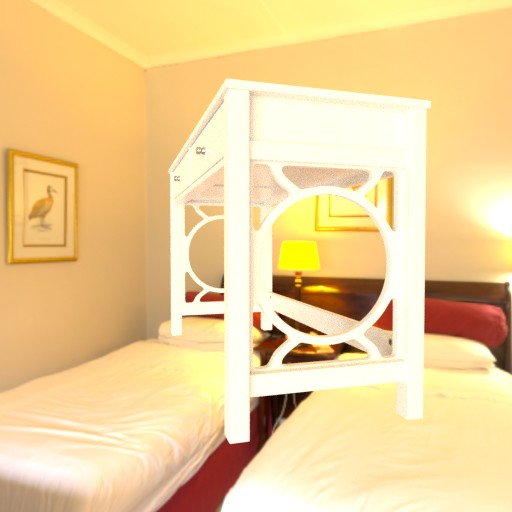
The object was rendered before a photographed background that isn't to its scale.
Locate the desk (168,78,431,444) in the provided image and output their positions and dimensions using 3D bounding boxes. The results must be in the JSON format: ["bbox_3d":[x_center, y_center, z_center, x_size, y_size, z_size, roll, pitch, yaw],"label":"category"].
[{"bbox_3d":[0.000,0.000,1.551,0.504,0.762,1.191,-1,2,-17],"label":"desk"}]
